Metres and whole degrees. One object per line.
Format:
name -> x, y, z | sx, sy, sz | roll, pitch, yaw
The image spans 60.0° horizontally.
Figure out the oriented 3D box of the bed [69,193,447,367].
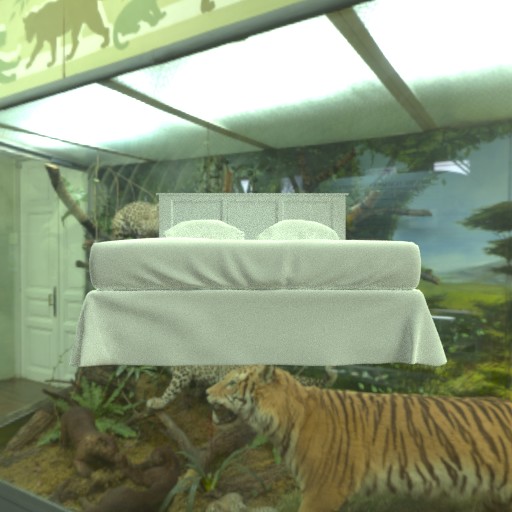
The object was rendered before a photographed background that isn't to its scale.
bed -> 0.000, 0.000, 3.586 | 2.317, 1.273, 2.215 | 0, 1, -1
